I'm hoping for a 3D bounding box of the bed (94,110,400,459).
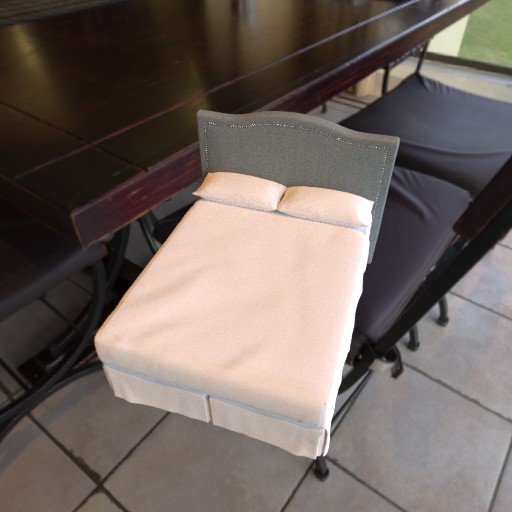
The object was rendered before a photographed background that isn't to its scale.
[{"bbox_3d":[0.000,0.000,3.423,1.753,1.460,2.143,12,43,14],"label":"bed"}]
